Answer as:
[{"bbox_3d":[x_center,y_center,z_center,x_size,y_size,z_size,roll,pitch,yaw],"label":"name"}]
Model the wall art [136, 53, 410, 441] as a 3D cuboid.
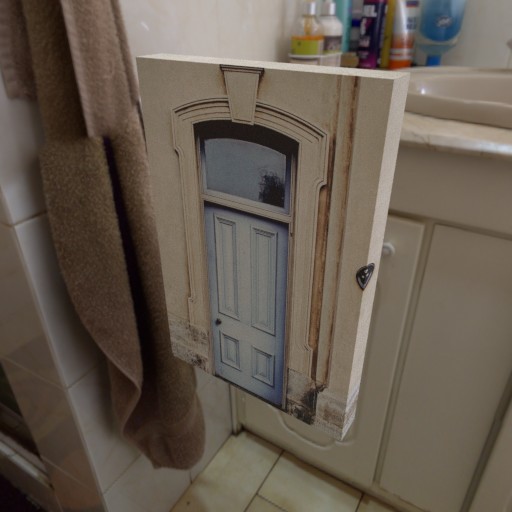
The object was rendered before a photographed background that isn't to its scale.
[{"bbox_3d":[0.000,0.000,0.476,0.254,0.381,0.038,18,35,29],"label":"wall art"}]
